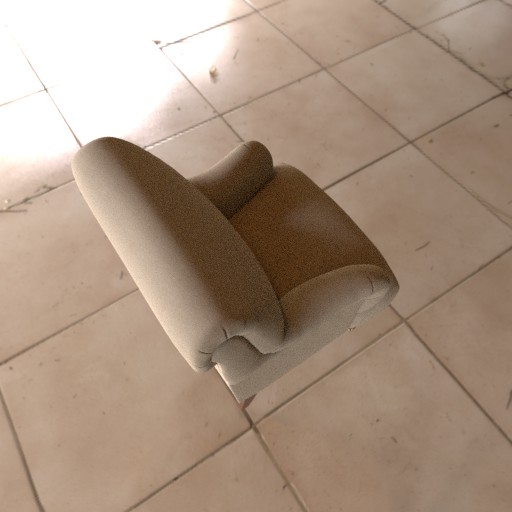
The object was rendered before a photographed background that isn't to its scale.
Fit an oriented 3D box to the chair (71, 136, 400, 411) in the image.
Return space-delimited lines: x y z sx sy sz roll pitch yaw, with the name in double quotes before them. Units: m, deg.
"chair" 0.000 0.000 1.585 0.842 0.942 0.766 -30 63 -17
